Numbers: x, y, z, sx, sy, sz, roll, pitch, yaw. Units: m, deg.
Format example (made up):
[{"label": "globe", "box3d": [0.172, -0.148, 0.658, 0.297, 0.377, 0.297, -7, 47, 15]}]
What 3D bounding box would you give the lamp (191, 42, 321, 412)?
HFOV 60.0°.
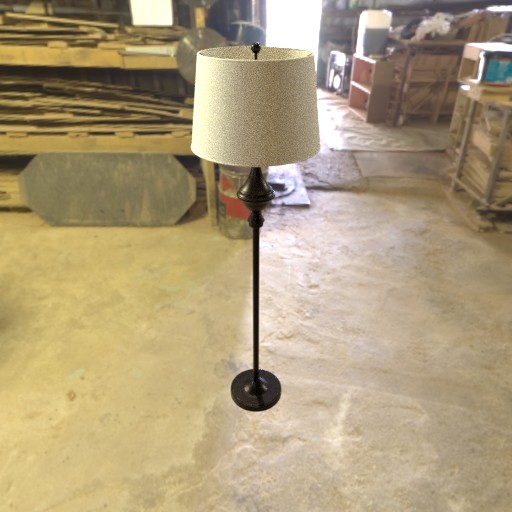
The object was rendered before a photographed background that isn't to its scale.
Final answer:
[{"label": "lamp", "box3d": [0.000, 0.000, 1.704, 0.431, 1.484, 0.431, 0, 31, 0]}]
